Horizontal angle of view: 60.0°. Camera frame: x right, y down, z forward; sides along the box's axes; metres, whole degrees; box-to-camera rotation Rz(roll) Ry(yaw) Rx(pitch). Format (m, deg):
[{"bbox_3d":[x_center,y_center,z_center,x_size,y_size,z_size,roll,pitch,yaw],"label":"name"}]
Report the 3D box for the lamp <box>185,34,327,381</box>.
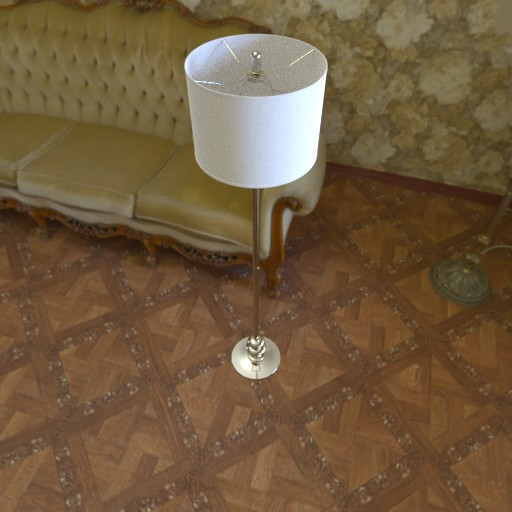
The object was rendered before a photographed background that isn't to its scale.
[{"bbox_3d":[0.000,0.000,1.638,0.356,1.487,0.356,-23,51,-20],"label":"lamp"}]
